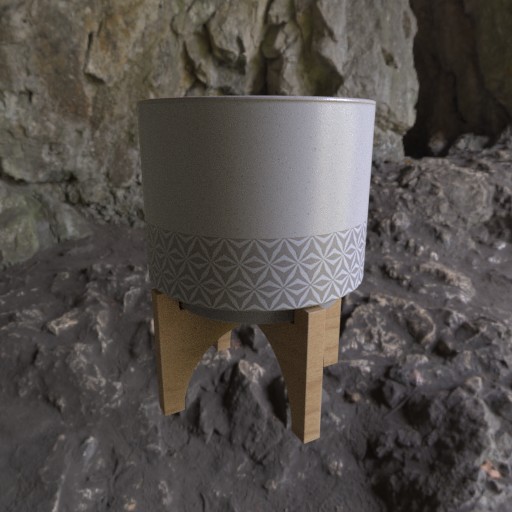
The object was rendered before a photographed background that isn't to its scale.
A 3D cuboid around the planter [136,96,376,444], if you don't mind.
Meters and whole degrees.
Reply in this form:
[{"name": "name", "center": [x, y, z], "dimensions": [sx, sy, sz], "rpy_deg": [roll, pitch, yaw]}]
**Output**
[{"name": "planter", "center": [0.000, 0.000, 0.397], "dimensions": [0.188, 0.260, 0.188], "rpy_deg": [0, 17, 0]}]
